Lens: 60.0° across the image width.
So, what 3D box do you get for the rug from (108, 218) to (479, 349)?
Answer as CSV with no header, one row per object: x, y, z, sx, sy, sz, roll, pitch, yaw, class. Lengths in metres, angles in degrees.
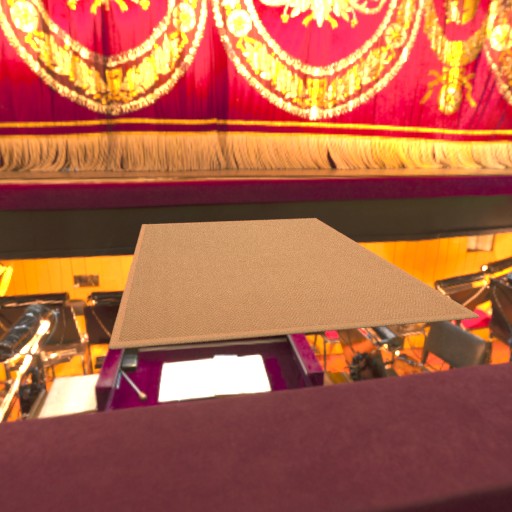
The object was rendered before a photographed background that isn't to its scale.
0.000,0.000,2.819,1.532,0.017,2.244,-3,16,-10,rug
